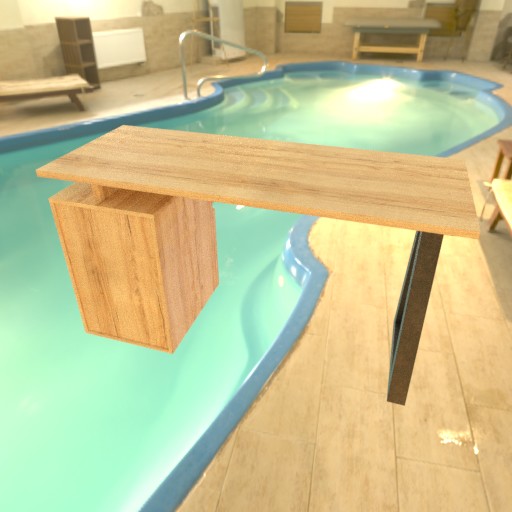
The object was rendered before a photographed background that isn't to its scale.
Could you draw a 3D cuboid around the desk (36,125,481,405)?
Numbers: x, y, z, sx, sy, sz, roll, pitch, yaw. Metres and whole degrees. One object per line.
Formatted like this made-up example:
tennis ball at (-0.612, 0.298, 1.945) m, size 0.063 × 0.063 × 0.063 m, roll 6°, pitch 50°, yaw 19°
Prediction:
desk at (0.000, 0.000, 1.756) m, size 1.400 × 0.760 × 0.550 m, roll 10°, pitch 34°, yaw 15°
